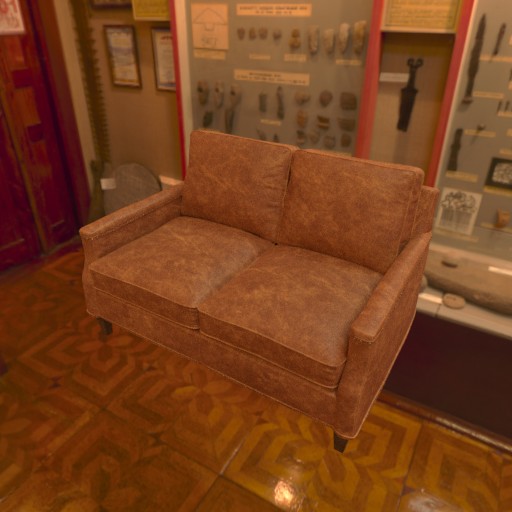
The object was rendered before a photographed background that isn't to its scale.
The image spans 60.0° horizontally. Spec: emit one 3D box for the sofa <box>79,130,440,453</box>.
[{"bbox_3d":[0.000,0.000,2.337,1.597,1.003,1.084,18,35,27],"label":"sofa"}]
